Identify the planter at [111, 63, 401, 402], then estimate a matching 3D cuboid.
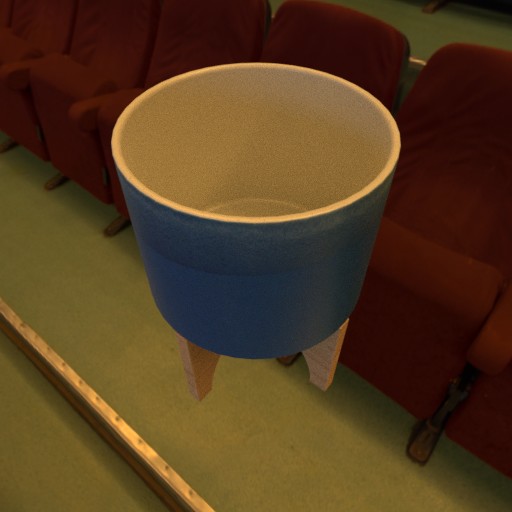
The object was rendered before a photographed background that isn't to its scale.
[{"bbox_3d":[0.000,0.000,0.397,0.192,0.263,0.192,0,48,0],"label":"planter"}]
